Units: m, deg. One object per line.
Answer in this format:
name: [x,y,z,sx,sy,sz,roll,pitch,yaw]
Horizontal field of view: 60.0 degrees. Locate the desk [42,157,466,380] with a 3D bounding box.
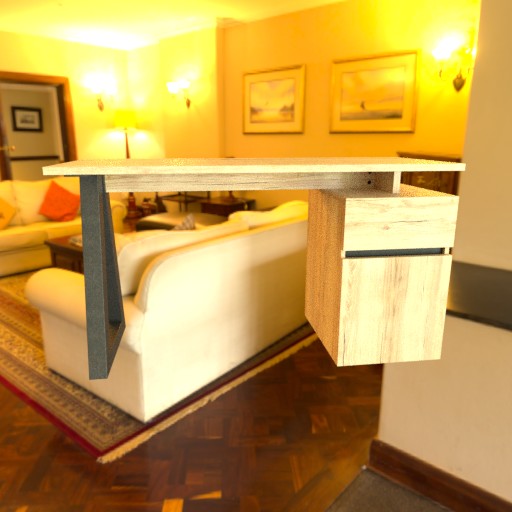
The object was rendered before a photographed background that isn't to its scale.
desk: [0.000,0.000,1.814,1.400,0.760,0.550,-2,15,-8]
